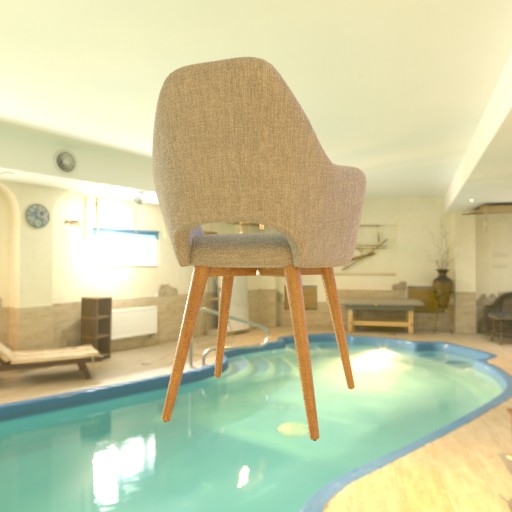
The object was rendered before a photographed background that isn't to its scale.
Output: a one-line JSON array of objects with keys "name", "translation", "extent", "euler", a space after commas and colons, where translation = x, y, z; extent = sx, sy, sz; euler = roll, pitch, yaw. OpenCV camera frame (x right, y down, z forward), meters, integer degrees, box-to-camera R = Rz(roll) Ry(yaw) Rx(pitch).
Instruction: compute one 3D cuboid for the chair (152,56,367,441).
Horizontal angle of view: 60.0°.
[{"name": "chair", "translation": [0.000, 0.000, 1.228], "extent": [0.590, 0.840, 0.610], "euler": [0, -1, 18]}]
